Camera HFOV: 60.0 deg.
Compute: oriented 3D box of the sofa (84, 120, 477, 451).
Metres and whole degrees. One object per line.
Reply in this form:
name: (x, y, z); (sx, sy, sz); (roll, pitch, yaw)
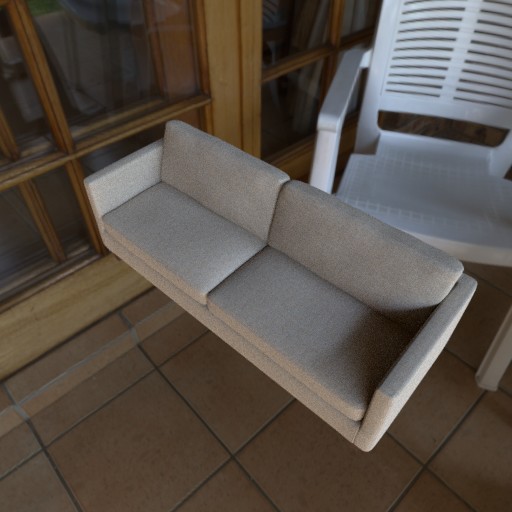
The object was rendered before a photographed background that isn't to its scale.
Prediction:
sofa: (0.000, 0.000, 2.909); (2.434, 0.965, 0.951); (33, 54, 28)
